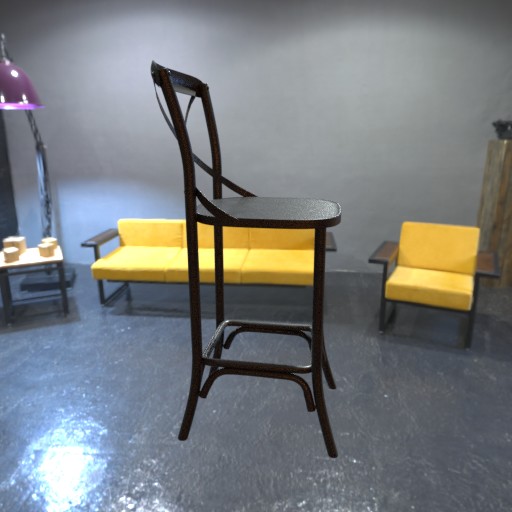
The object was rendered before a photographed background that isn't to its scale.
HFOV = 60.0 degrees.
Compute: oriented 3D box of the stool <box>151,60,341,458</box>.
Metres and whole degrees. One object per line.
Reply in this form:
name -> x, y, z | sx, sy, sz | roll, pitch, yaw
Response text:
stool -> 0.000, 0.000, 1.459 | 0.584, 1.168, 0.457 | 2, 16, 9
